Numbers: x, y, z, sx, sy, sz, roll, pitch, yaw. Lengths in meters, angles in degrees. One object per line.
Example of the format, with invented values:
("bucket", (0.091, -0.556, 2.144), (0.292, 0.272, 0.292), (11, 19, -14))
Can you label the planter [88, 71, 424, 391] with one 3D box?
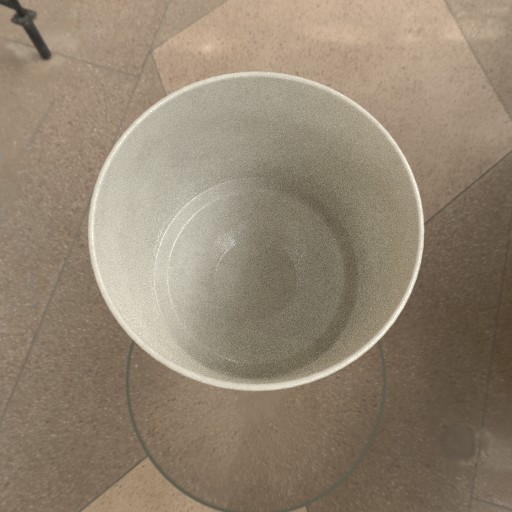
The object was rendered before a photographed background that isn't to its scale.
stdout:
("planter", (0.000, 0.000, 0.338), (0.190, 0.181, 0.190), (0, 75, 0))
